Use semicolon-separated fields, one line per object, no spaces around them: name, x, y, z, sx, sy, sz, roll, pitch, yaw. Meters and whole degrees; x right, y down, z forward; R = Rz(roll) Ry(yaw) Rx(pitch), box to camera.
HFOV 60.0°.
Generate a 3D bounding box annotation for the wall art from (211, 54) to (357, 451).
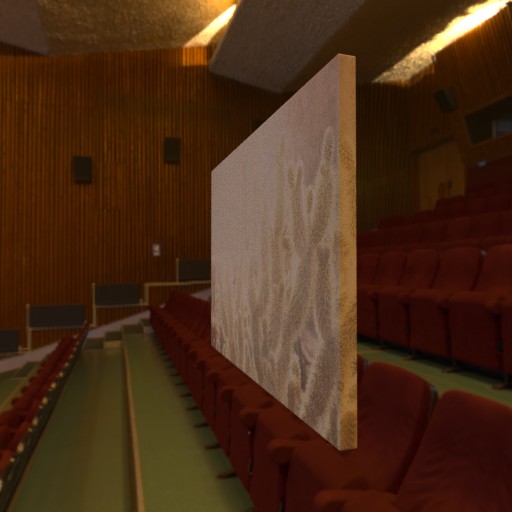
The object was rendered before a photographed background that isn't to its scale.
wall art;0.000;0.000;1.393;0.041;0.758;1.142;0;-1;-18
